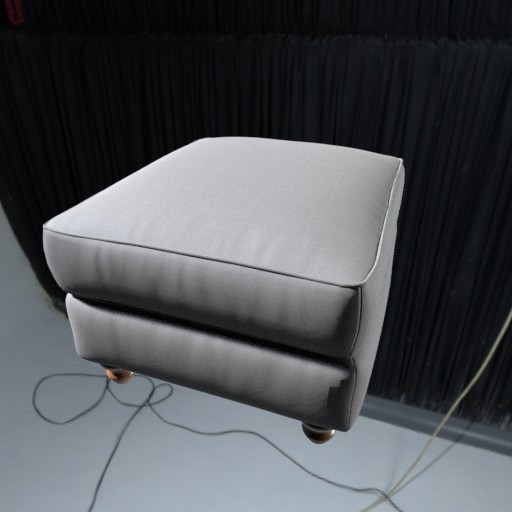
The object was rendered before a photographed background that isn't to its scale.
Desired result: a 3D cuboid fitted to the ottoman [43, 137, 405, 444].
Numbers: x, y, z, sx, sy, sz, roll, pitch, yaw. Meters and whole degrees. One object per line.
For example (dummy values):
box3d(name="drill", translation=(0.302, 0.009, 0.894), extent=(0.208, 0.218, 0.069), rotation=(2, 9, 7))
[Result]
box3d(name="ottoman", translation=(0.000, 0.000, 1.120), extent=(0.662, 0.505, 0.721), rotation=(10, 31, 18))
